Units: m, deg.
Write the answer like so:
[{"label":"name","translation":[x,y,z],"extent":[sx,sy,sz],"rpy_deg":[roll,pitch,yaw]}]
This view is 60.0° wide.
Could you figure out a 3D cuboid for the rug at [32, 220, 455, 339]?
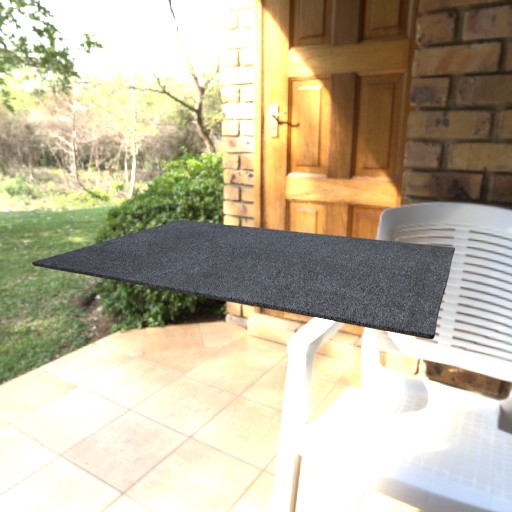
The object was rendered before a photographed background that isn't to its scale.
[{"label":"rug","translation":[0.000,0.000,3.377],"extent":[2.699,0.026,1.802],"rpy_deg":[7,17,25]}]
